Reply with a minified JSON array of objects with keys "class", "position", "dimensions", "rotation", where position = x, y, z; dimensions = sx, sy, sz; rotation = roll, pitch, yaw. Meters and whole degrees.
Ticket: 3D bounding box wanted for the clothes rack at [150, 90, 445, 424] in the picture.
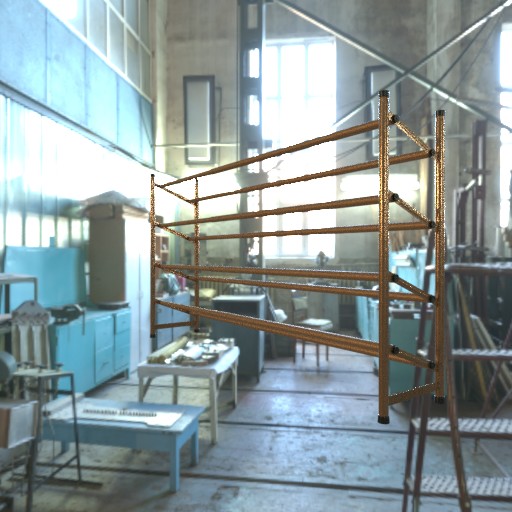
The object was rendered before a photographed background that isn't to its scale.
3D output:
[{"class":"clothes rack","position":[0.000,0.000,1.419],"dimensions":[0.229,0.672,1.168],"rotation":[0,0,-37]}]
